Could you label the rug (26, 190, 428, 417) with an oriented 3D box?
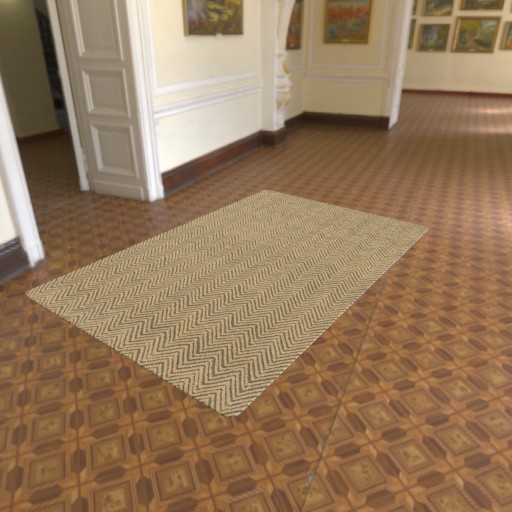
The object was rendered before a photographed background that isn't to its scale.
[{"bbox_3d":[0.000,0.000,2.184,1.144,0.008,1.752,19,32,32],"label":"rug"}]
